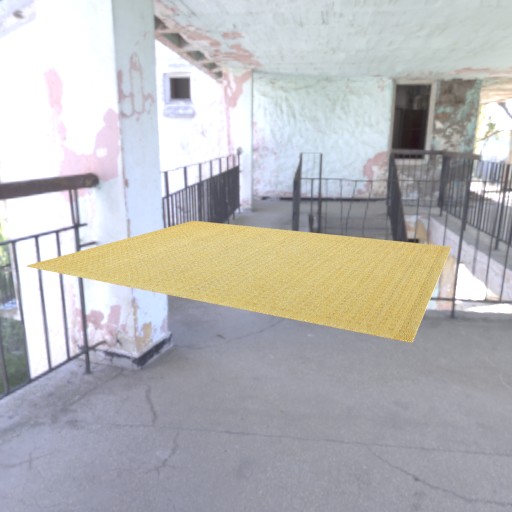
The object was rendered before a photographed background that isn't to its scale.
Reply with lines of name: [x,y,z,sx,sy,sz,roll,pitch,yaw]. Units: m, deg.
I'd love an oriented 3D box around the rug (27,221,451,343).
rug: [0.000,0.000,4.230,3.242,0.015,2.486,8,17,27]
